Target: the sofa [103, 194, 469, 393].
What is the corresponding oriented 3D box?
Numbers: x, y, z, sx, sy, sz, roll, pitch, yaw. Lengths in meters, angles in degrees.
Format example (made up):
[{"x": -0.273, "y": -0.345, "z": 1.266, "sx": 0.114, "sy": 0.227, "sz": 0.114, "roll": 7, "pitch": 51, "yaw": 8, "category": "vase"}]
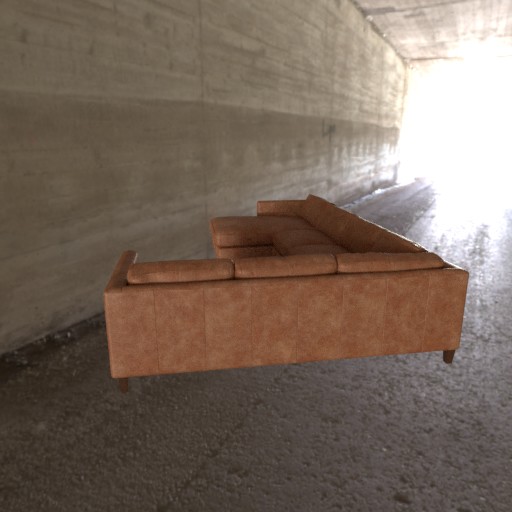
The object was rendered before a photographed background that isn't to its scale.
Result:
[{"x": 0.000, "y": 0.000, "z": 4.539, "sx": 2.430, "sy": 0.832, "sz": 3.401, "roll": -3, "pitch": 16, "yaw": -9, "category": "sofa"}]
